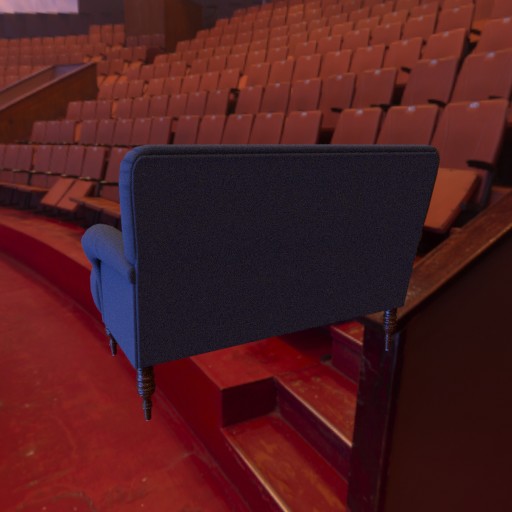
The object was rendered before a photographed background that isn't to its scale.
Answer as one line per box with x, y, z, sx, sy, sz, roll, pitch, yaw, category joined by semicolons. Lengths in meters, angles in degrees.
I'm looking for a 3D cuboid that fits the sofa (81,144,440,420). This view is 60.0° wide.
0.000;0.000;1.823;1.297;0.889;0.779;-8;16;-28;sofa
